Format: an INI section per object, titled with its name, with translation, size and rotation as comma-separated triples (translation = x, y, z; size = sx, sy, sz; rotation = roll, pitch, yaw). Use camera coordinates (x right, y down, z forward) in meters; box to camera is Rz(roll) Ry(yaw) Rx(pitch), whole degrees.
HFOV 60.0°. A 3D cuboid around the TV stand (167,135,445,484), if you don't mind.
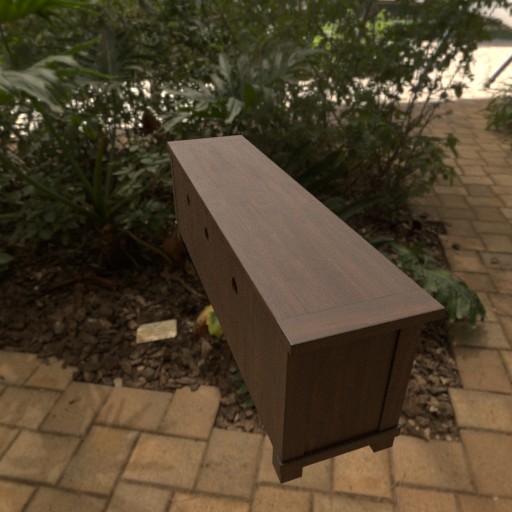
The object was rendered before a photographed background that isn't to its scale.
[TV stand]
translation = 0.000, 0.000, 2.066
size = 0.471, 0.615, 1.866
rotation = -10, 32, -16
